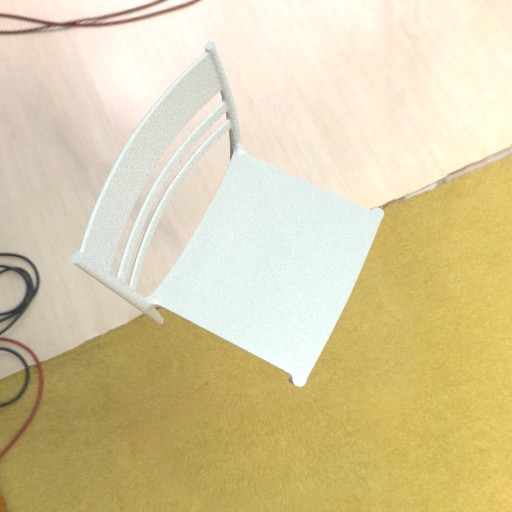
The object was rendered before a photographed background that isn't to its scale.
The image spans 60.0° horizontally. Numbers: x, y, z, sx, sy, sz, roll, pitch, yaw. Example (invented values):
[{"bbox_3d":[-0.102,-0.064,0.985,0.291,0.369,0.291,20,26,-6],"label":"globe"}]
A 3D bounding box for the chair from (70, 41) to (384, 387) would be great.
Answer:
[{"bbox_3d":[0.000,0.000,1.124,0.511,0.800,0.531,26,77,6],"label":"chair"}]
